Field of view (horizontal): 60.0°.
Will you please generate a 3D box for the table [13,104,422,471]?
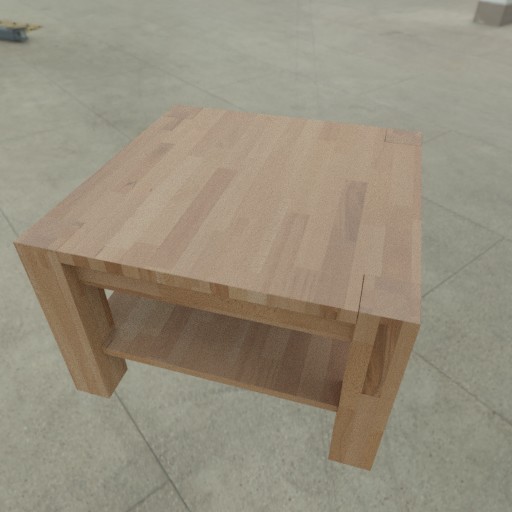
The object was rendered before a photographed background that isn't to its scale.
[{"bbox_3d":[0.000,0.000,1.117,0.700,0.451,0.700,10,40,13],"label":"table"}]
